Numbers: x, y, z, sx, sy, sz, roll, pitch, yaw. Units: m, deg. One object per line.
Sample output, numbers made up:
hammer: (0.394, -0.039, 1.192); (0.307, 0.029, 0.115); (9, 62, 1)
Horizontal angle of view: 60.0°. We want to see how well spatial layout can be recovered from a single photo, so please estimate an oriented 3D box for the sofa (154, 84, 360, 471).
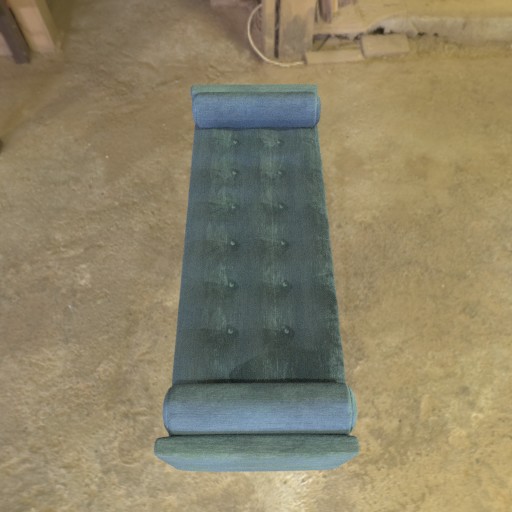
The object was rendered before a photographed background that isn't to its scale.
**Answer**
sofa: (0.000, 0.000, 2.425); (0.796, 0.705, 2.102); (0, 59, 0)
